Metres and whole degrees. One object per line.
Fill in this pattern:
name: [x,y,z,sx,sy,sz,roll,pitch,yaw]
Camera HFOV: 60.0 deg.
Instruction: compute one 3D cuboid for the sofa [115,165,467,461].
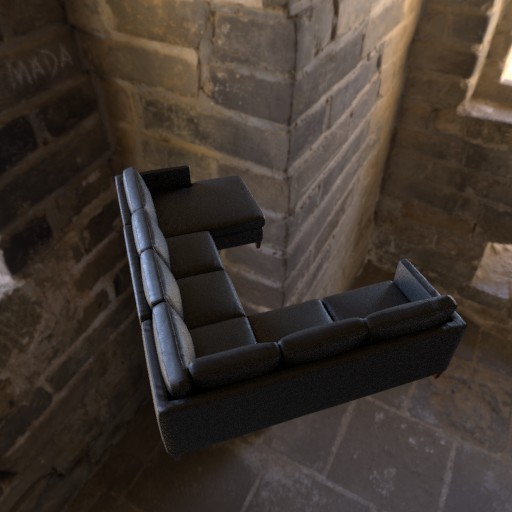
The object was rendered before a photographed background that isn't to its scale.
sofa: [0.000,0.000,4.747,2.593,0.923,3.460,-12,42,-14]
